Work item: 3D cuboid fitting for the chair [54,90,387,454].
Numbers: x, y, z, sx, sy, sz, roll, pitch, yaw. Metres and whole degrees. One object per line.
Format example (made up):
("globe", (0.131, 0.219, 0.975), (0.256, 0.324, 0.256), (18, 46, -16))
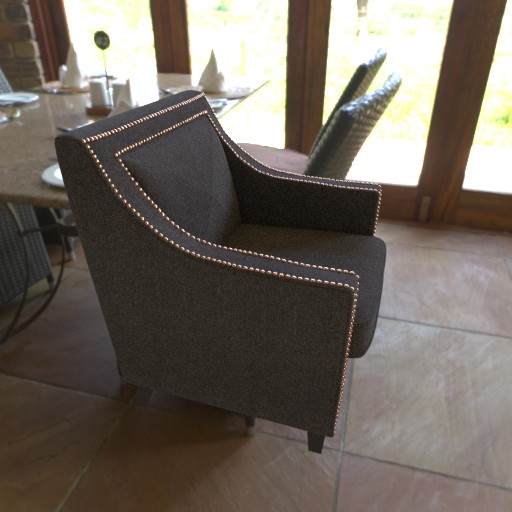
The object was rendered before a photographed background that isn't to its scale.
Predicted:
("chair", (0.000, 0.000, 1.566), (0.884, 0.967, 0.776), (9, 31, 16))
